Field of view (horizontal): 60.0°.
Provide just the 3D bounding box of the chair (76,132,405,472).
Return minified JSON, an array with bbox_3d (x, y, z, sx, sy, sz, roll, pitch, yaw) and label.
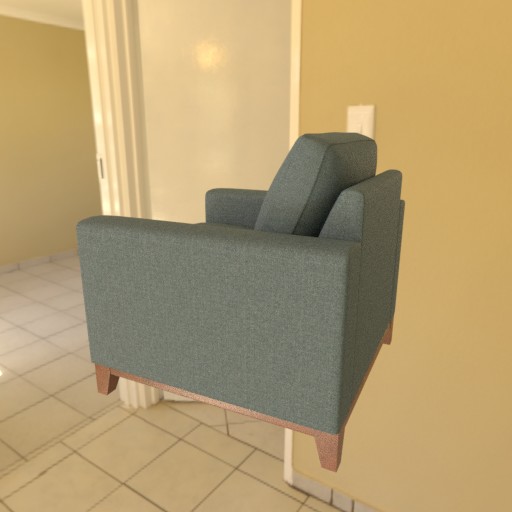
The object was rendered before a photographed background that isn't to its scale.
[{"bbox_3d":[0.000,0.000,1.873,1.038,1.010,1.024,8,18,25],"label":"chair"}]
